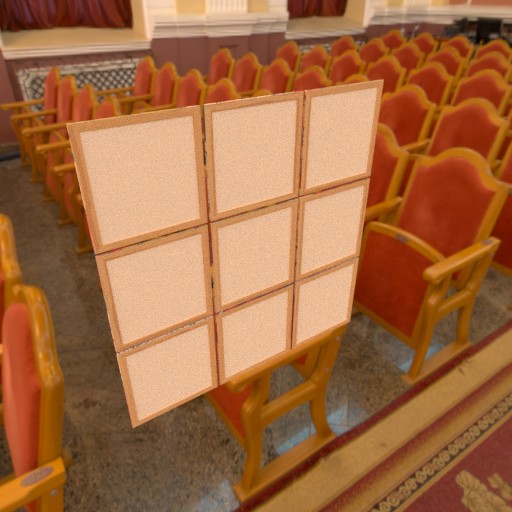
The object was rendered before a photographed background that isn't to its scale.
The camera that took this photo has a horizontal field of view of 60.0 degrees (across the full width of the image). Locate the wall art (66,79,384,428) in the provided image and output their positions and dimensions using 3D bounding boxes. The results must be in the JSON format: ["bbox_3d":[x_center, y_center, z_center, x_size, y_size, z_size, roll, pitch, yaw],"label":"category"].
[{"bbox_3d":[0.000,0.000,2.233,1.519,1.534,0.013,-19,36,-29],"label":"wall art"}]
